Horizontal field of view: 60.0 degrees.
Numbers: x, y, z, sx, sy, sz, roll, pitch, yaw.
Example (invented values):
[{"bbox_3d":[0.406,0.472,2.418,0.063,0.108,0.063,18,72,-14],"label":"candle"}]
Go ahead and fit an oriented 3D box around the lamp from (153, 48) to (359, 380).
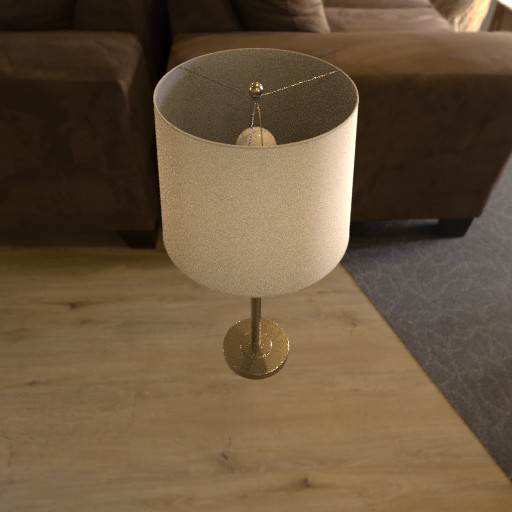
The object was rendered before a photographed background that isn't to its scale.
[{"bbox_3d":[0.000,0.000,0.862,0.333,0.696,0.333,0,47,0],"label":"lamp"}]
